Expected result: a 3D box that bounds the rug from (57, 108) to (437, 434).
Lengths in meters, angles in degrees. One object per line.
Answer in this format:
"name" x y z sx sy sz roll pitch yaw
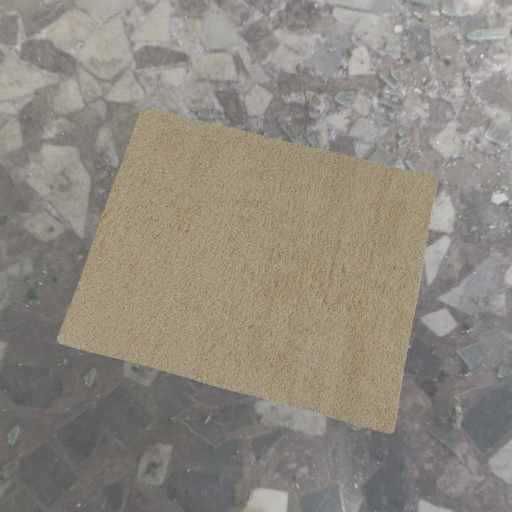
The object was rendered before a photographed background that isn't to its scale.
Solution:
"rug" 0.000 0.000 4.075 3.001 0.025 2.401 14 77 3
